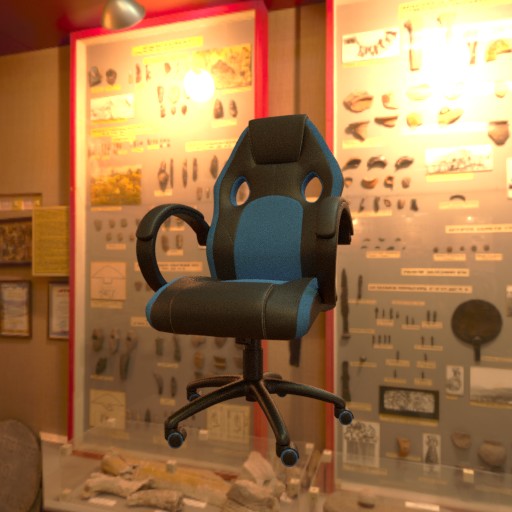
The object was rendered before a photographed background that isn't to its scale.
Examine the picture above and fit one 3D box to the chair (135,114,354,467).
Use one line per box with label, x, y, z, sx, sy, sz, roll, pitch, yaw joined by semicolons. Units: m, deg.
chair;0.000;0.000;1.588;0.673;1.187;0.724;0;0;19
